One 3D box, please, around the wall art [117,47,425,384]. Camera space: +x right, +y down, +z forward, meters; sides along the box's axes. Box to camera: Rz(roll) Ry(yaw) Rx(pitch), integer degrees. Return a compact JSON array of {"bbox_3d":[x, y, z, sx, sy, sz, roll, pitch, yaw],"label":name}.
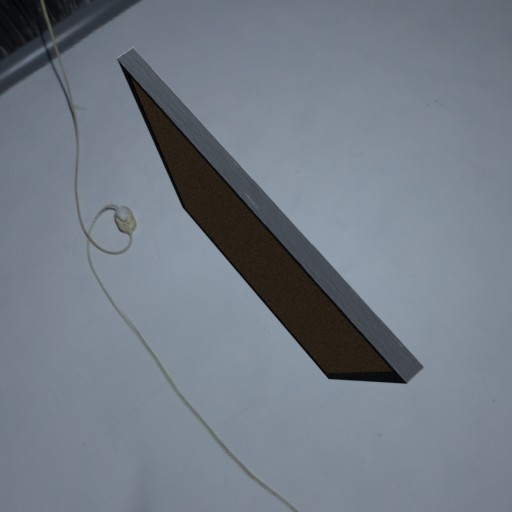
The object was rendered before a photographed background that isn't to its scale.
[{"bbox_3d":[0.000,0.000,1.119,0.037,0.761,0.761,-39,78,-10],"label":"wall art"}]
